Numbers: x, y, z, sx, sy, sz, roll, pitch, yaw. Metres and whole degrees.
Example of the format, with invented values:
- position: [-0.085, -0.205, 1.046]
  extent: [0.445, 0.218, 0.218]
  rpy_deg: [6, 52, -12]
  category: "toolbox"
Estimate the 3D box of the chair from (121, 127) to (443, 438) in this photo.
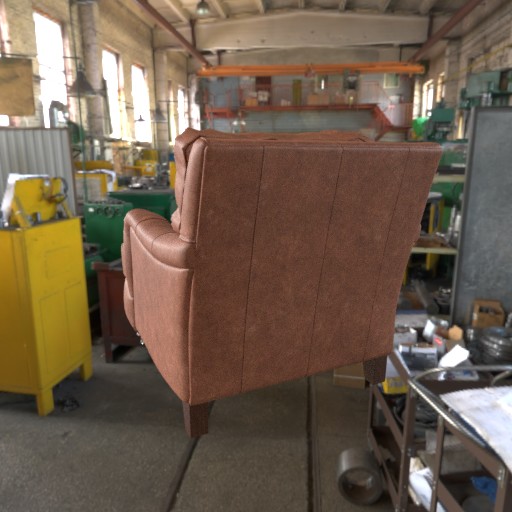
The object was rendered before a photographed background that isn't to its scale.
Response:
- position: [0.000, 0.000, 1.926]
  extent: [0.986, 1.055, 1.158]
  rpy_deg: [-6, 14, -26]
  category: "chair"
